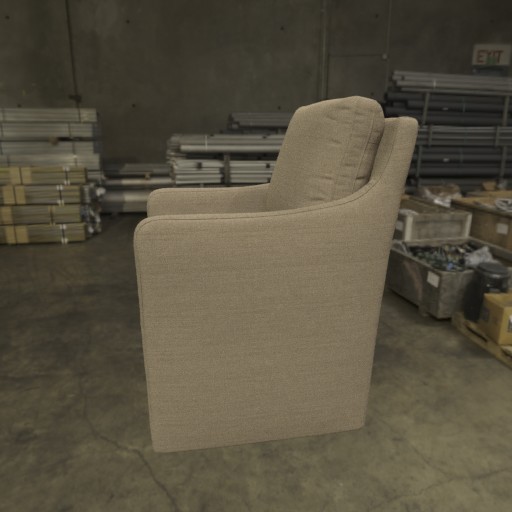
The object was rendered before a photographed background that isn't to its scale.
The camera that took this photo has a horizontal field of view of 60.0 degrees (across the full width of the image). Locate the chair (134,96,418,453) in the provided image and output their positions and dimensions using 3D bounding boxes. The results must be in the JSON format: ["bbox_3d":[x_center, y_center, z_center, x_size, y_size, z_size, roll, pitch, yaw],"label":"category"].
[{"bbox_3d":[0.000,0.000,1.375,0.694,0.914,0.626,-3,16,-10],"label":"chair"}]
